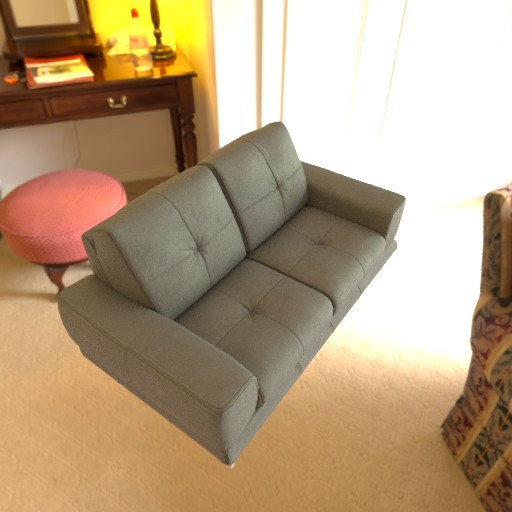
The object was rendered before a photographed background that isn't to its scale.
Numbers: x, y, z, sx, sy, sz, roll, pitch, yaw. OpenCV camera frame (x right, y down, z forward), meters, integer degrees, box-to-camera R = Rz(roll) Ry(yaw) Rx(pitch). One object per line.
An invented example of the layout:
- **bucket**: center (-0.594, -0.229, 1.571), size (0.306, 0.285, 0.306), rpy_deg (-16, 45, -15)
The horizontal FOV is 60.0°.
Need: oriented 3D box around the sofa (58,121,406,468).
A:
- **sofa**: center (0.000, 0.000, 2.390), size (1.018, 0.907, 1.806), rpy_deg (25, 47, 26)
